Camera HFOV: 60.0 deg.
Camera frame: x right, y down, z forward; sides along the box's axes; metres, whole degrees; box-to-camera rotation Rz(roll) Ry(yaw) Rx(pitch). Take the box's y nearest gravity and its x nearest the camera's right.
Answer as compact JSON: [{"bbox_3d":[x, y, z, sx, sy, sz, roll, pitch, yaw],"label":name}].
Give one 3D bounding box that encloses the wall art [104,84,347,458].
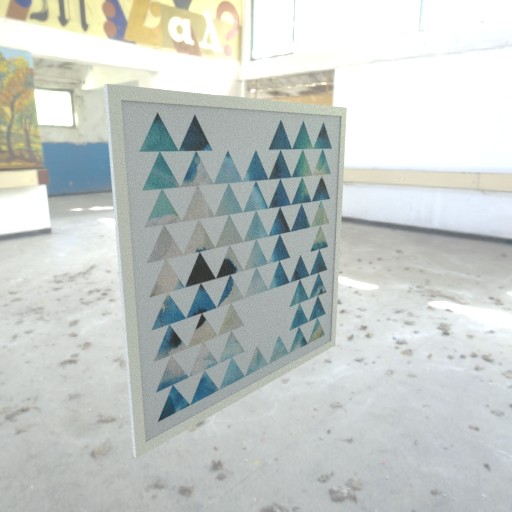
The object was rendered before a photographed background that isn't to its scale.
[{"bbox_3d":[0.000,0.000,1.207,0.012,0.809,0.809,13,20,42],"label":"wall art"}]
